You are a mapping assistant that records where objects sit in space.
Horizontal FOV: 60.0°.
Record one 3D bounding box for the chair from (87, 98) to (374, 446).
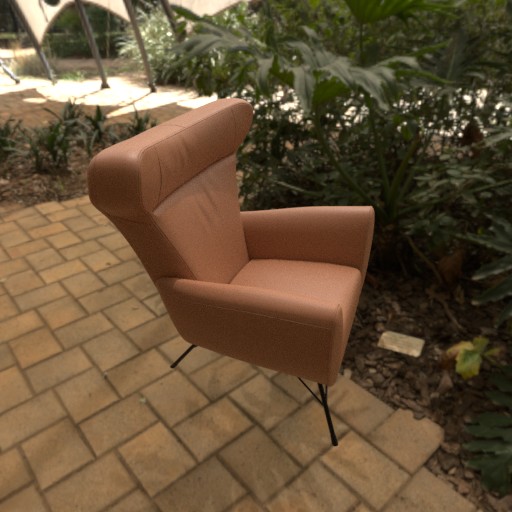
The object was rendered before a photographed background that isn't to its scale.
[{"bbox_3d":[0.000,0.000,1.788,0.900,1.050,0.980,10,32,17],"label":"chair"}]
